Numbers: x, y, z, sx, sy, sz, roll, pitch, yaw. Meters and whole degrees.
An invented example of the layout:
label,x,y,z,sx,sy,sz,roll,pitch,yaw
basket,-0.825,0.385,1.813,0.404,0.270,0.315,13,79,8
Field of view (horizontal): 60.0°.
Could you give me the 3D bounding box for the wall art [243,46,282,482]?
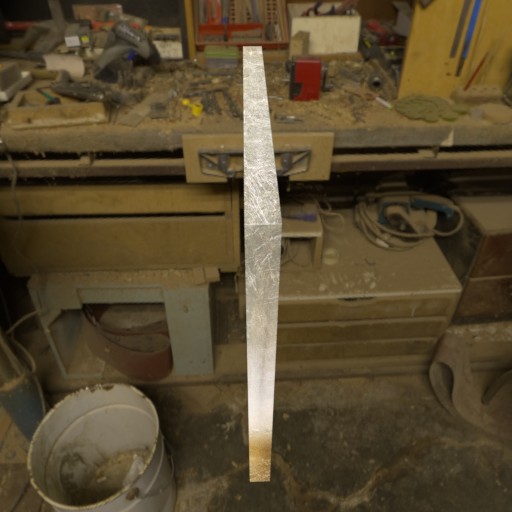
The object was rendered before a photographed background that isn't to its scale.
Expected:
label,x,y,z,sx,sy,sz,roll,pitch,yaw
wall art,0.000,0.000,0.877,0.038,0.610,0.610,-1,41,-1
